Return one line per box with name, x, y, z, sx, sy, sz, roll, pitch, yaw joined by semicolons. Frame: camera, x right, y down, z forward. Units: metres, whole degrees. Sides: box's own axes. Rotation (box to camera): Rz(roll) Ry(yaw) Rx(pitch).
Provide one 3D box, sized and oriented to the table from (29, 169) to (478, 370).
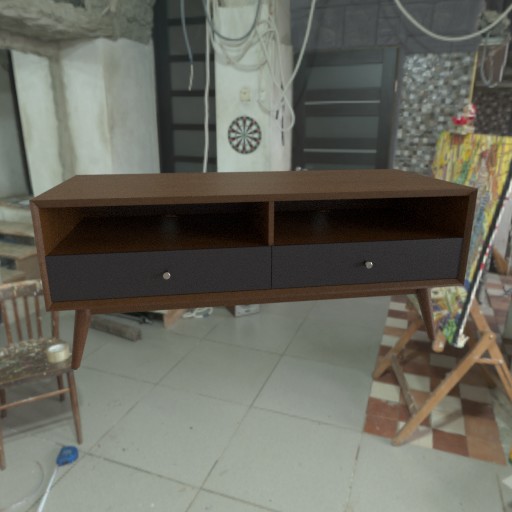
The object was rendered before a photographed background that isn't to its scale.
table;0.000;0.000;1.382;1.119;0.464;0.490;-3;17;-9
